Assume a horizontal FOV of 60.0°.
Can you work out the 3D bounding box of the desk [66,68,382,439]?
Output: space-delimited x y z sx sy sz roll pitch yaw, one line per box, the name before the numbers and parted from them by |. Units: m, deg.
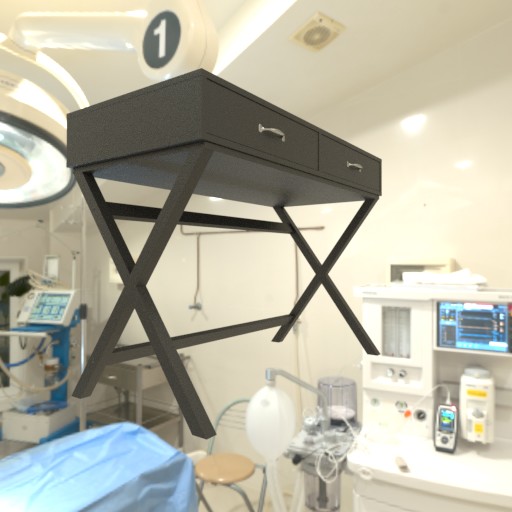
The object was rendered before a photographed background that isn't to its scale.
desk | 0.000 0.000 1.493 0.525 0.780 1.057 0 0 36
